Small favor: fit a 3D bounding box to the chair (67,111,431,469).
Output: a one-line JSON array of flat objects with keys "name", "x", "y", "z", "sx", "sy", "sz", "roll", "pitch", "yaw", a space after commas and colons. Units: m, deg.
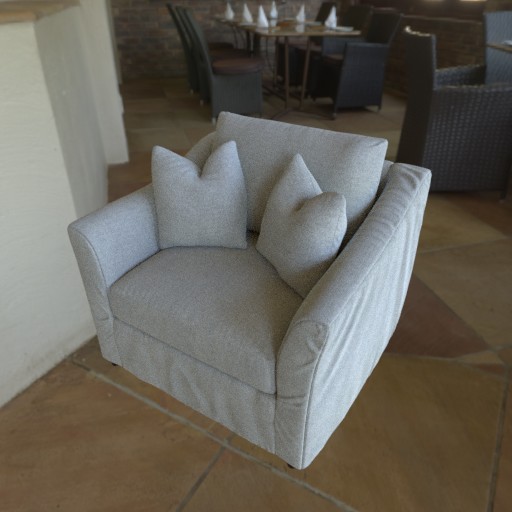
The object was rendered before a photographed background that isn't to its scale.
[{"name": "chair", "x": 0.000, "y": 0.000, "z": 2.017, "sx": 1.194, "sy": 1.059, "sz": 1.071, "roll": 19, "pitch": 36, "yaw": 28}]
